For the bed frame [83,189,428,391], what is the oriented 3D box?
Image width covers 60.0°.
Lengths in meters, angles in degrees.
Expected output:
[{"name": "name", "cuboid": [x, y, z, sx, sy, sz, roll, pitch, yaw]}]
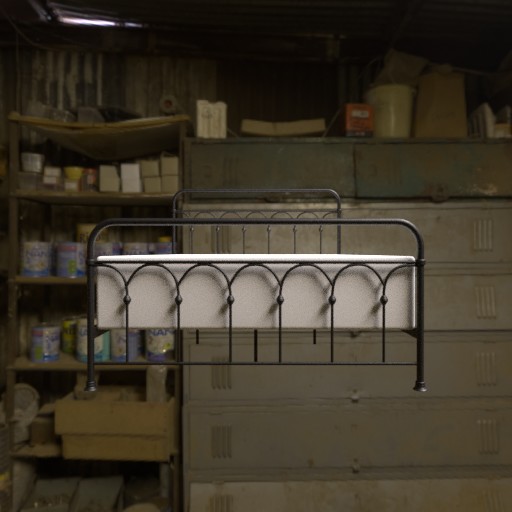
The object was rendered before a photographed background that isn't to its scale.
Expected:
[{"name": "bed frame", "cuboid": [0.000, 0.000, 3.209, 1.664, 1.276, 2.203, 0, 0, 0]}]
